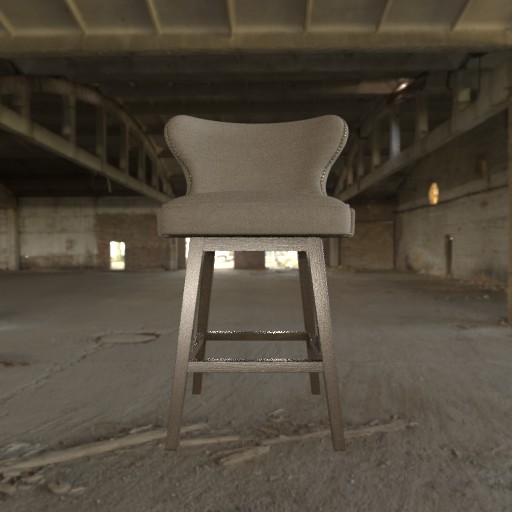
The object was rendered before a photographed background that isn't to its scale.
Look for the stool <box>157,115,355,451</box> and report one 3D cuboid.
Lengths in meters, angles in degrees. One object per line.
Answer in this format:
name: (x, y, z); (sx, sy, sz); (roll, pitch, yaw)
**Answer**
stool: (0.000, 0.000, 1.368); (0.615, 0.972, 0.597); (0, 1, 0)
